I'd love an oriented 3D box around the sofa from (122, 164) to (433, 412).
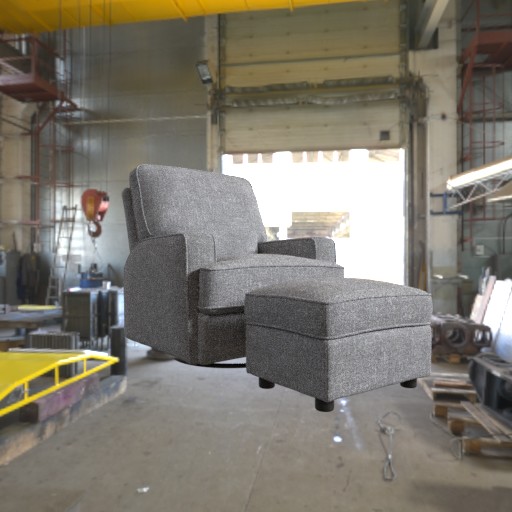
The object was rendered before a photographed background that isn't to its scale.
[{"bbox_3d":[0.000,0.000,2.035,0.861,0.959,1.472,0,0,-36],"label":"sofa"}]
